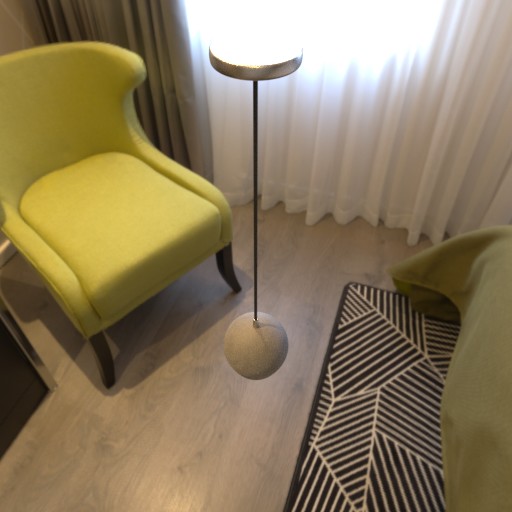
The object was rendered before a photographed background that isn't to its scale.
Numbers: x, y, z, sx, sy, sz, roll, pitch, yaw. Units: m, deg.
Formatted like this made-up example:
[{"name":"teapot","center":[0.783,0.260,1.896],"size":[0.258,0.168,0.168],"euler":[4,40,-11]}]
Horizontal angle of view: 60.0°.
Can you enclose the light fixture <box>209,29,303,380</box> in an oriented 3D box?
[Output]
[{"name":"light fixture","center":[0.000,0.000,0.831],"size":[0.153,0.760,0.153],"euler":[-9,47,-8]}]
